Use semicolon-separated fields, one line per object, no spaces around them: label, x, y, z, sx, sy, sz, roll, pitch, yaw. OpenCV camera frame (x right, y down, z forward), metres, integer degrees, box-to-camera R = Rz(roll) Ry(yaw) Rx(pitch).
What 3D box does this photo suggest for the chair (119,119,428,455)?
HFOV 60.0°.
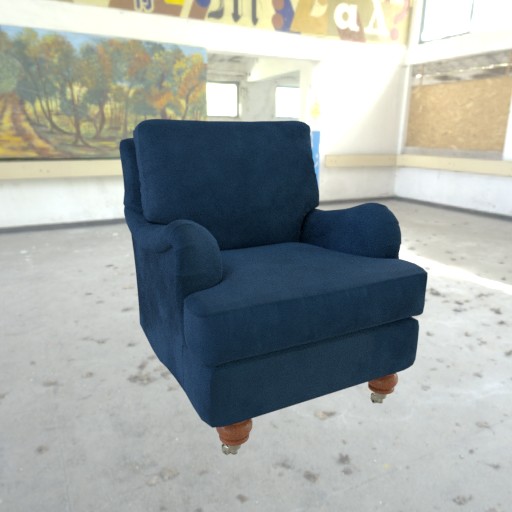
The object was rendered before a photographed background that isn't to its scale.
chair;0.000;0.000;1.814;0.895;1.076;1.078;-8;18;-26
